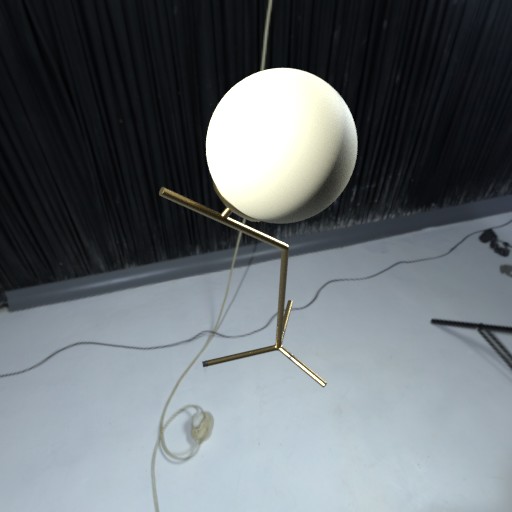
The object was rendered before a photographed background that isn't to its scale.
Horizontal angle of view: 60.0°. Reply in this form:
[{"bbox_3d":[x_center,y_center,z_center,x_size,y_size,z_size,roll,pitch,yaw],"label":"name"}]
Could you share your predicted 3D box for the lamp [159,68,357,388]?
[{"bbox_3d":[0.000,0.000,0.679,0.251,0.552,0.210,-11,47,-10],"label":"lamp"}]
